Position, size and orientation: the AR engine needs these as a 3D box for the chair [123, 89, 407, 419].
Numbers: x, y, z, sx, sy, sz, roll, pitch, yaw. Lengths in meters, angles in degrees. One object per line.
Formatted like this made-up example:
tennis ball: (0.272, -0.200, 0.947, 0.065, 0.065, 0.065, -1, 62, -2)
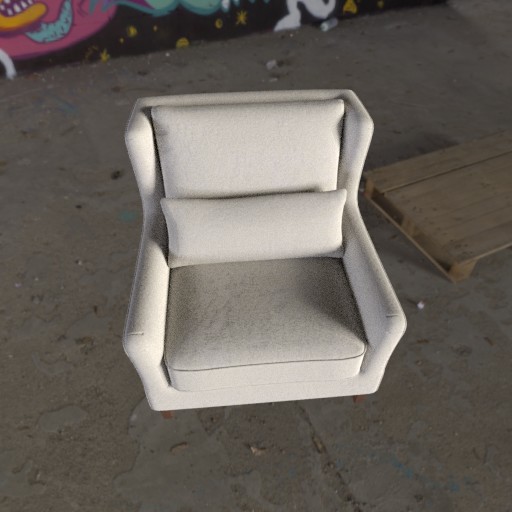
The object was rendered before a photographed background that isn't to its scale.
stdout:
chair: (0.000, 0.000, 1.906, 0.982, 1.056, 1.040, -4, 46, -3)
